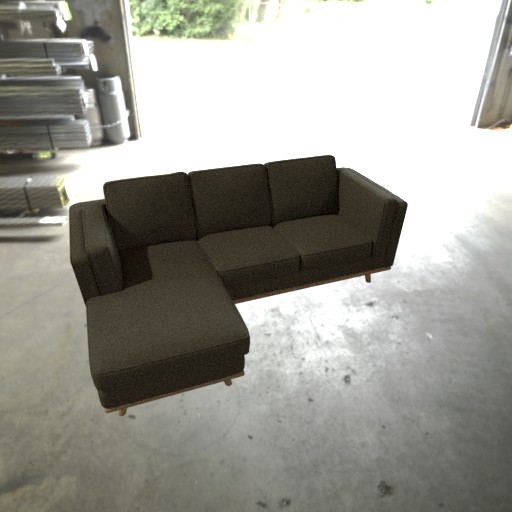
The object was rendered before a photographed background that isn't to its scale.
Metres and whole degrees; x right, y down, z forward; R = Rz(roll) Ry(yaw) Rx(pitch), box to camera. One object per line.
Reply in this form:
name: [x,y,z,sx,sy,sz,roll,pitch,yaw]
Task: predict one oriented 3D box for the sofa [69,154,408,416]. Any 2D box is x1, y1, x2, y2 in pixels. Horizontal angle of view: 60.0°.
sofa: [0.000,0.000,3.177,2.411,0.929,1.604,-11,32,-18]
